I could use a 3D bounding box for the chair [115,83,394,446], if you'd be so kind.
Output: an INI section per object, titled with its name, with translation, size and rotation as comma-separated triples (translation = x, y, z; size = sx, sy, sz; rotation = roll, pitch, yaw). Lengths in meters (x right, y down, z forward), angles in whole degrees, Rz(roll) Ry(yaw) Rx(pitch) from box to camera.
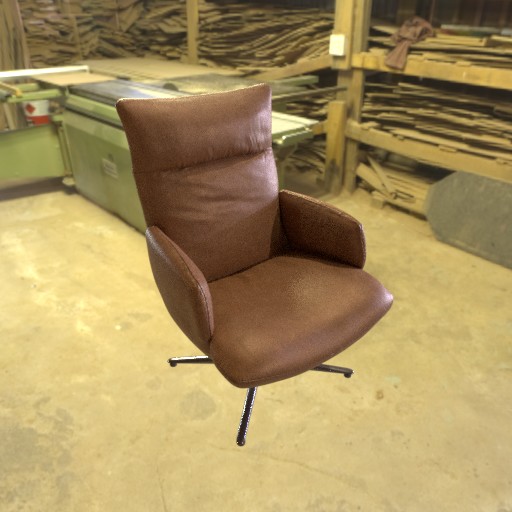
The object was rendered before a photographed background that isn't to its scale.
[chair]
translation = 0.000, 0.000, 1.554
size = 0.711, 1.027, 0.794
rotation = -20, 34, -32
